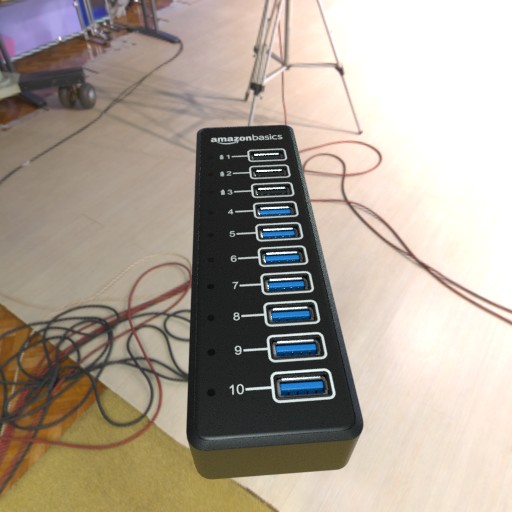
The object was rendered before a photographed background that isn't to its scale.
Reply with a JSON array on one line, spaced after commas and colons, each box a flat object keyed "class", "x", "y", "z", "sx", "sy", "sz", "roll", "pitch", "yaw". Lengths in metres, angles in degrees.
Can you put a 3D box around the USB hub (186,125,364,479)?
[{"class": "USB hub", "x": 0.000, "y": 0.000, "z": 0.164, "sx": 0.044, "sy": 0.023, "sz": 0.145, "roll": -3, "pitch": 47, "yaw": -3}]
